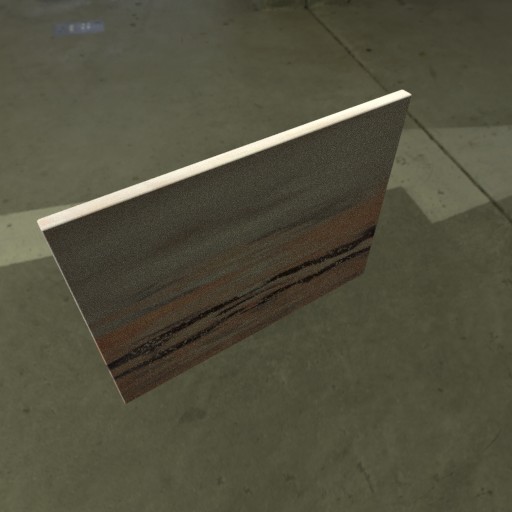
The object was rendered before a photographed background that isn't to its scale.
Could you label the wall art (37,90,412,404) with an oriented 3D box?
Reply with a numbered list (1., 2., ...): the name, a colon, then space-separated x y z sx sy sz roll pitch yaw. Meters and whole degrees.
1. wall art: 0.000 0.000 1.334 1.015 0.763 0.038 -25 52 -22
